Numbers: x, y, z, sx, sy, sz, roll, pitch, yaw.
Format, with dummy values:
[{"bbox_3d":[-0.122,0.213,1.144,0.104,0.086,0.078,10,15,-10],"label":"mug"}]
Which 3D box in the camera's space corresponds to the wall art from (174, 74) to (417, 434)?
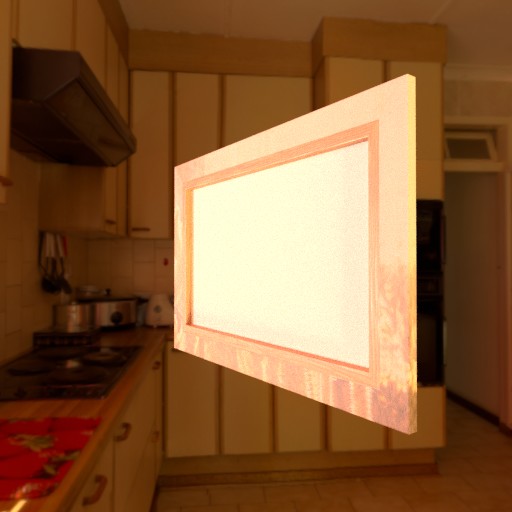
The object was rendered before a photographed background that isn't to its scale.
[{"bbox_3d":[0.000,0.000,1.872,0.038,1.012,1.525,0,-1,-35],"label":"wall art"}]
